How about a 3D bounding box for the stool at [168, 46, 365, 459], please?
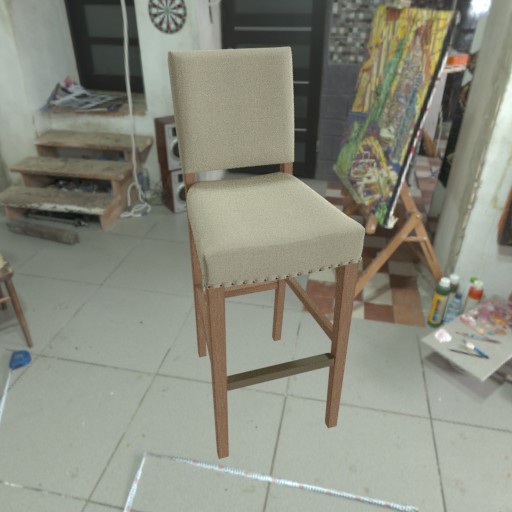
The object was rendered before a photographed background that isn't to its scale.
[{"bbox_3d":[0.000,0.000,1.396,0.428,1.143,0.546,-9,32,-15],"label":"stool"}]
